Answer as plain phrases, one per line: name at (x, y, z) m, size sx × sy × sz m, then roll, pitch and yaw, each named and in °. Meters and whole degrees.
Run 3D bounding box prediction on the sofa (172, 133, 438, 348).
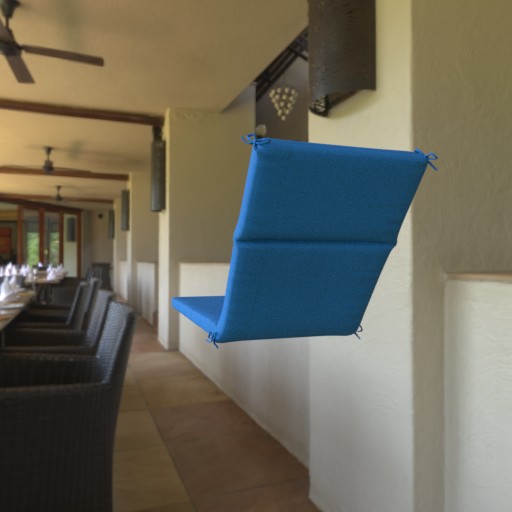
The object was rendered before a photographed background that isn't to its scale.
sofa at (0.000, 0.000, 1.944) m, size 0.582 × 0.622 × 1.663 m, roll 0°, pitch -1°, yaw -18°
